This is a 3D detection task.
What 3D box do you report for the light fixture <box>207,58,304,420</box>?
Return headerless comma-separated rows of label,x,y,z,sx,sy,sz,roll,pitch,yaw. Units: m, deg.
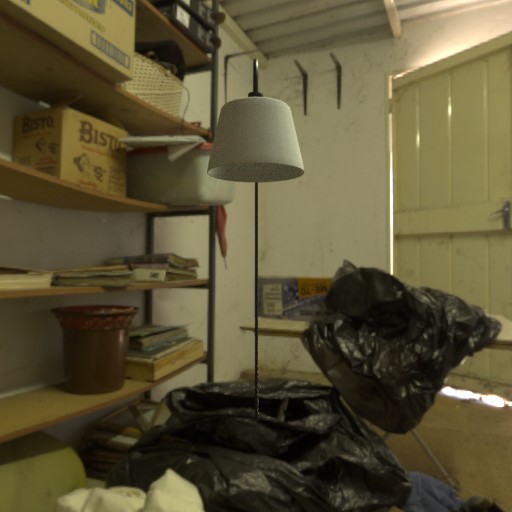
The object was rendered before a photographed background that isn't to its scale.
light fixture,0.000,0.000,0.461,0.092,0.399,0.176,0,-1,0
